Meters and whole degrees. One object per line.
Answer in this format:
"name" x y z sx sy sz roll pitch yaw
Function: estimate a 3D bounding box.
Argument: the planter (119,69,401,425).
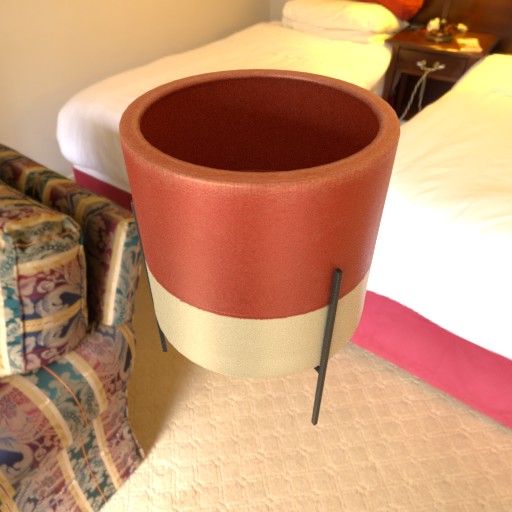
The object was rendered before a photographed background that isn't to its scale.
"planter" 0.000 0.000 0.698 0.354 0.465 0.345 -1 40 -1
